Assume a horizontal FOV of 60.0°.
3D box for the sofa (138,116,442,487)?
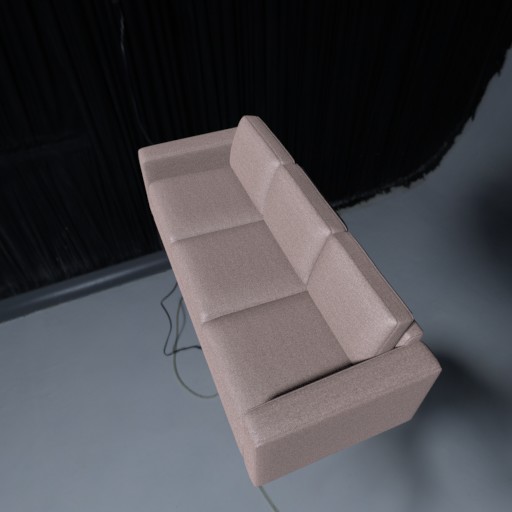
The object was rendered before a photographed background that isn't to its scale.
[{"bbox_3d":[0.000,0.000,2.601,0.900,0.806,2.160,-17,49,-15],"label":"sofa"}]
